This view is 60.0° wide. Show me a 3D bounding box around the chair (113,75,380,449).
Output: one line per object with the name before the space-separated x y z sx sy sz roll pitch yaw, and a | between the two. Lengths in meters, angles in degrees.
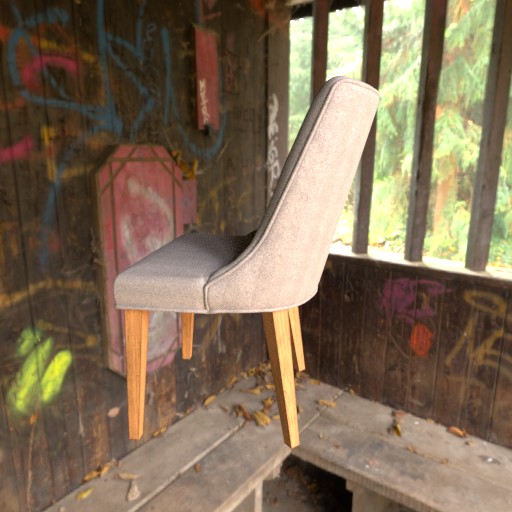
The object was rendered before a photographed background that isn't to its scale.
chair | 0.000 0.000 1.285 0.636 0.916 0.548 2 14 8
